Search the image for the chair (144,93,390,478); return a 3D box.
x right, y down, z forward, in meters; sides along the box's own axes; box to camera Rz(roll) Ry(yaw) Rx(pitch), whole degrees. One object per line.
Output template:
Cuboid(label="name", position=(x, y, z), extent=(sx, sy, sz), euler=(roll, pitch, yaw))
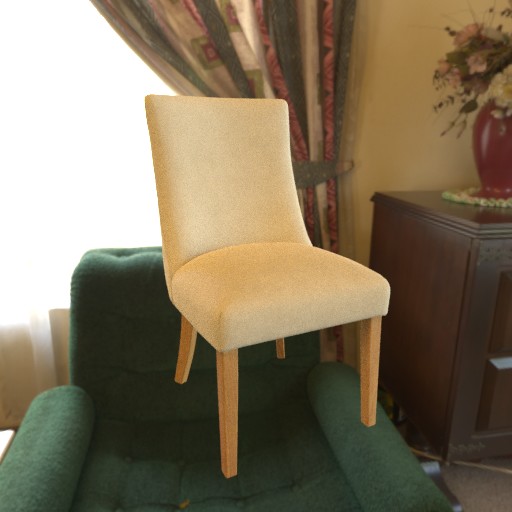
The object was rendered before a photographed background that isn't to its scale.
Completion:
Cuboid(label="chair", position=(0.000, 0.000, 1.272), extent=(0.495, 0.902, 0.610), euler=(-7, 17, -26))
